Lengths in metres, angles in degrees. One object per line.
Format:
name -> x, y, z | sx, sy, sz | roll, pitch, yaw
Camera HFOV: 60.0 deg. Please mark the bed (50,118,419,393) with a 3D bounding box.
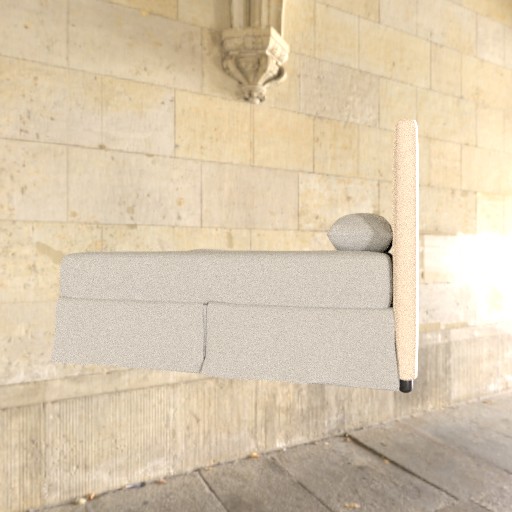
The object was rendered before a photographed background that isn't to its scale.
bed -> 0.000, 0.000, 3.187 | 2.142, 1.330, 1.748 | 0, 0, 18
